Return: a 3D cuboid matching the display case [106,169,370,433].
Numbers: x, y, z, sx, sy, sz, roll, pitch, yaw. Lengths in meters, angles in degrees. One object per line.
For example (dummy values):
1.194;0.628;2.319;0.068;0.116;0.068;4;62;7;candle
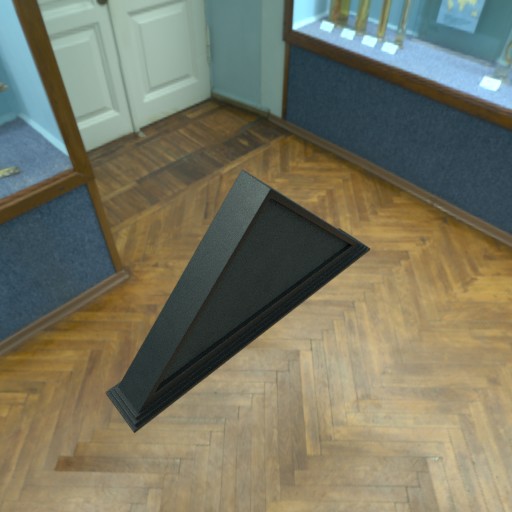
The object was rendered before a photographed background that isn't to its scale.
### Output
0.000;0.000;0.796;0.640;0.340;0.095;-33;55;-28;display case
